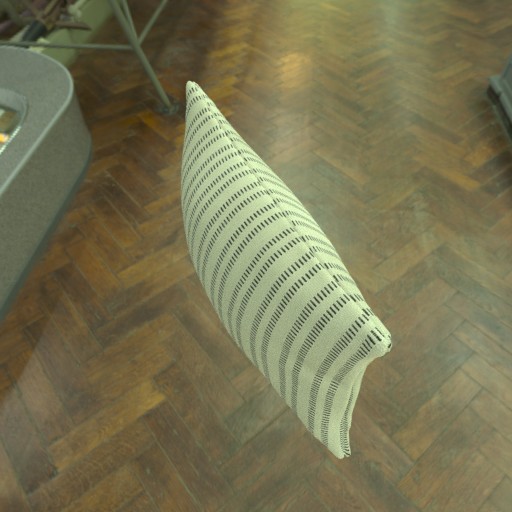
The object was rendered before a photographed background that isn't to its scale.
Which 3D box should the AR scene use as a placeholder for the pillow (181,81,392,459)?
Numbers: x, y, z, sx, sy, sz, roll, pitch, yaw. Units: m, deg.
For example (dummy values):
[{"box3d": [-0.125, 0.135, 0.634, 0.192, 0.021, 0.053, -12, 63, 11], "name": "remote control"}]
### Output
[{"box3d": [0.000, 0.000, 0.776, 0.210, 0.353, 0.640, -19, 51, -16], "name": "pillow"}]
